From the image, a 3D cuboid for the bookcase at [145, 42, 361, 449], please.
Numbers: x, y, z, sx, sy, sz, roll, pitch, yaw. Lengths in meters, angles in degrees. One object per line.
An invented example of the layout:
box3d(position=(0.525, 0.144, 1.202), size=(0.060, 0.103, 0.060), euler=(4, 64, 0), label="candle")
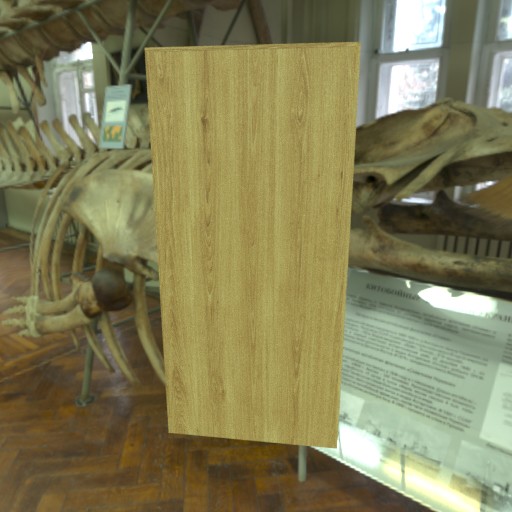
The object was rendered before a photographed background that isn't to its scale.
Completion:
box3d(position=(0.000, 0.000, 2.397), size=(0.950, 2.020, 0.420), euler=(2, 16, 8), label="bookcase")
